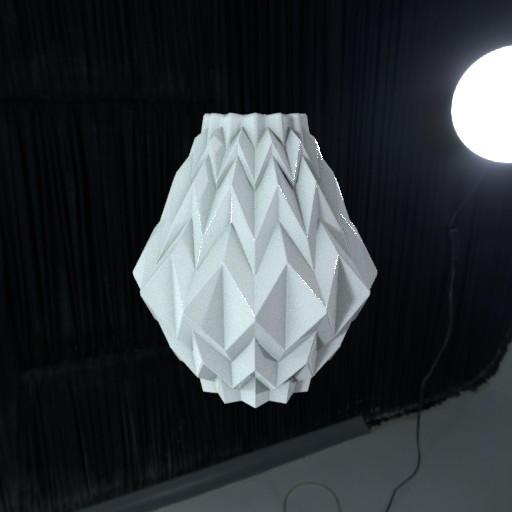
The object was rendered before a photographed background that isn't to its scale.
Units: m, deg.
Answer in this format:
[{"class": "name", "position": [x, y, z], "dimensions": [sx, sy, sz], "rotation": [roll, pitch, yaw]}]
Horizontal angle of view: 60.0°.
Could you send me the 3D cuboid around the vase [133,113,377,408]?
[{"class": "vase", "position": [0.000, 0.000, 0.303], "dimensions": [0.164, 0.185, 0.164], "rotation": [0, 17, 0]}]
